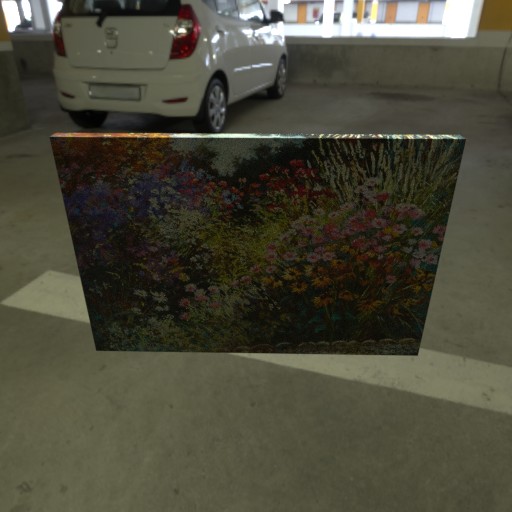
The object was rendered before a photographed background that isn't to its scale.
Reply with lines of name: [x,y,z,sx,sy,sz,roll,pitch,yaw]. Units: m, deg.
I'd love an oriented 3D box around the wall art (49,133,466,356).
wall art: [0.000,0.000,1.125,0.908,0.604,0.037,1,28,1]
